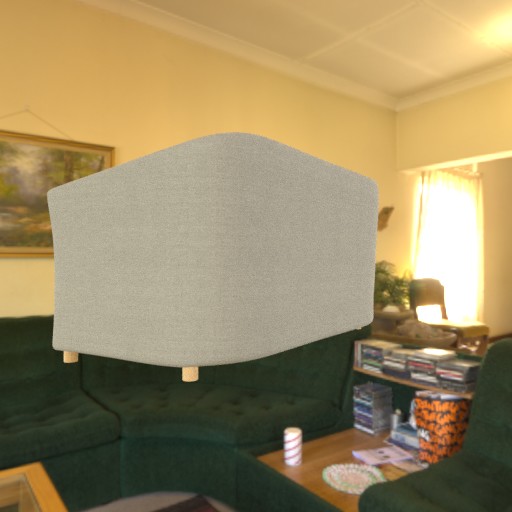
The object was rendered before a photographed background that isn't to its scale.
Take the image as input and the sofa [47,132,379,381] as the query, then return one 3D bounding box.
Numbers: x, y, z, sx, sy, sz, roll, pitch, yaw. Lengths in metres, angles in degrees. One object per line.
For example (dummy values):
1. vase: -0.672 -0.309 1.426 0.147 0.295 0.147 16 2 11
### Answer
1. sofa: 0.000 0.000 1.869 0.705 0.721 1.452 0 -1 36
